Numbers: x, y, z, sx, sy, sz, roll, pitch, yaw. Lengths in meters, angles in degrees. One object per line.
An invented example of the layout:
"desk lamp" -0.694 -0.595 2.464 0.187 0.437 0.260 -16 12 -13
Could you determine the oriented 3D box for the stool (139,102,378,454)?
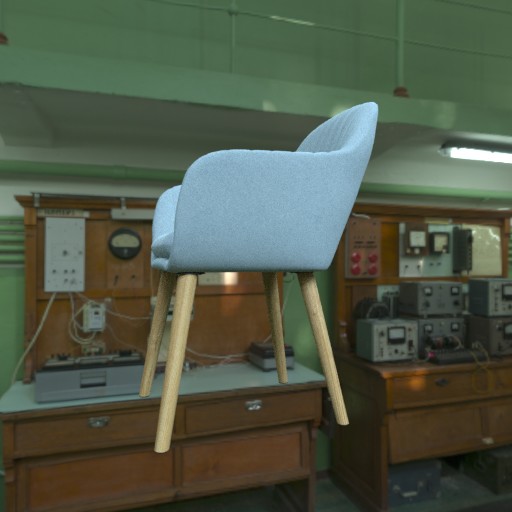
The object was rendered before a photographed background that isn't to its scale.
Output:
"stool" 0.000 0.000 1.217 0.590 0.830 0.503 0 0 -19
